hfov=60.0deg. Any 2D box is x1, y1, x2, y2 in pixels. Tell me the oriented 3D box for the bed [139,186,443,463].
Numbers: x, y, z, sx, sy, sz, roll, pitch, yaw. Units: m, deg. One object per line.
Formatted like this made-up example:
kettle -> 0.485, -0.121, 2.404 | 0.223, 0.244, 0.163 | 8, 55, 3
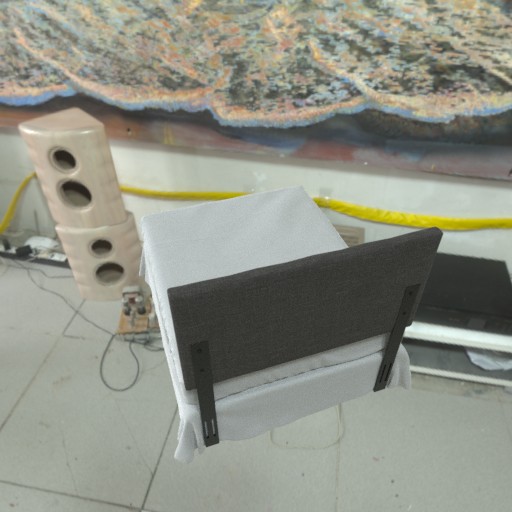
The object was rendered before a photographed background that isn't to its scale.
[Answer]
bed -> 0.000, 0.000, 3.624 | 1.936, 1.577, 2.222 | -13, 42, -14
